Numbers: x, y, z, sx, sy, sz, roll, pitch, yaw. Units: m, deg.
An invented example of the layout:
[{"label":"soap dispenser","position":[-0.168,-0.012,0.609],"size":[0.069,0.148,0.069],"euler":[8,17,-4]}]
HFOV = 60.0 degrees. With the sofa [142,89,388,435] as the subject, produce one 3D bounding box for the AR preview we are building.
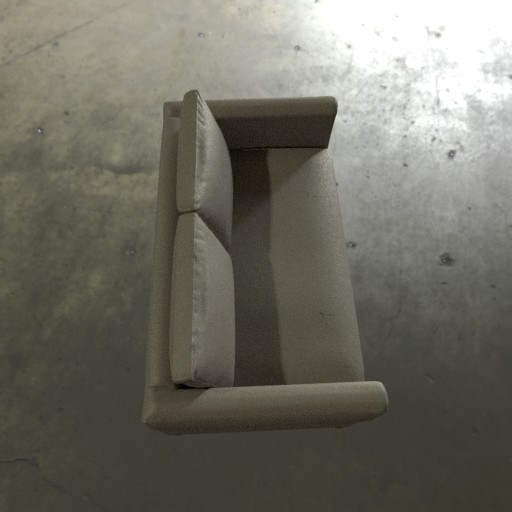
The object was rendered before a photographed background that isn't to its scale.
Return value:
[{"label":"sofa","position":[0.000,0.000,2.164],"size":[0.899,0.873,1.598],"euler":[-2,63,-1]}]
